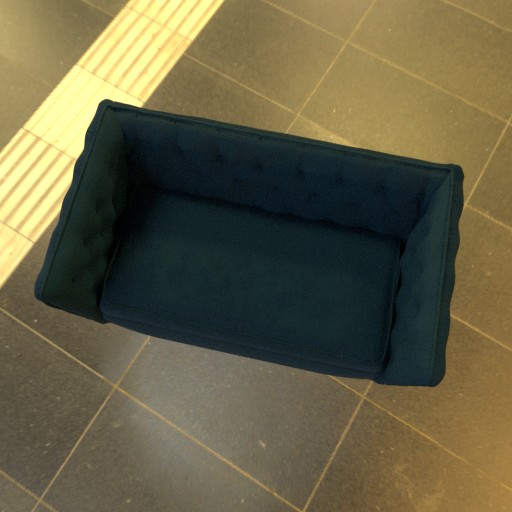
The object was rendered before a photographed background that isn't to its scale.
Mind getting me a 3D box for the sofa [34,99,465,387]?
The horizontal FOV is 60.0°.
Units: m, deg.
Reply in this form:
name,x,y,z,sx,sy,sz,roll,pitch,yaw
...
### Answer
name,x,y,z,sx,sy,sz,roll,pitch,yaw
sofa,0.000,0.000,2.079,1.583,0.810,0.909,12,75,3
